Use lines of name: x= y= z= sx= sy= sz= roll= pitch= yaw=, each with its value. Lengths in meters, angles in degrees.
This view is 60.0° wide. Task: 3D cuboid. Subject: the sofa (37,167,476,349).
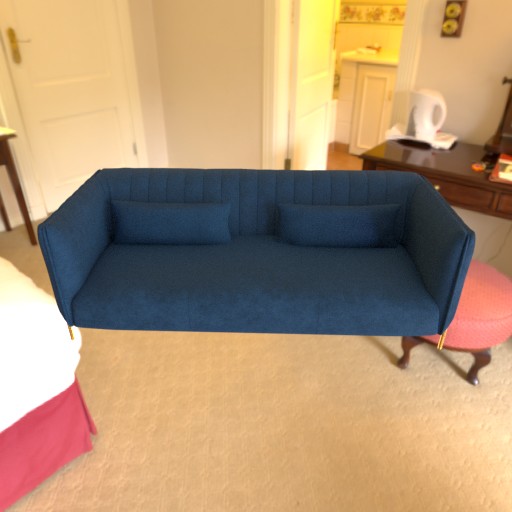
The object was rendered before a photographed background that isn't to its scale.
sofa: x=0.000 y=0.000 z=2.601 sx=2.136 sy=0.793 sz=0.896 roll=1 pitch=30 yaw=2
